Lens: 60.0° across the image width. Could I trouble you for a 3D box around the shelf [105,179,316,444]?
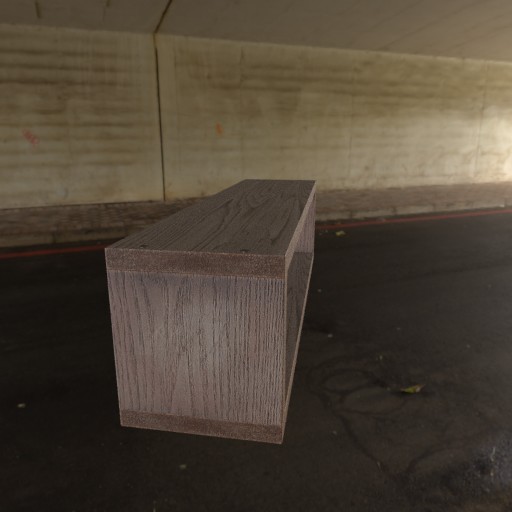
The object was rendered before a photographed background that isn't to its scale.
[{"bbox_3d":[0.000,0.000,0.666,0.150,0.170,0.610,3,15,9],"label":"shelf"}]
